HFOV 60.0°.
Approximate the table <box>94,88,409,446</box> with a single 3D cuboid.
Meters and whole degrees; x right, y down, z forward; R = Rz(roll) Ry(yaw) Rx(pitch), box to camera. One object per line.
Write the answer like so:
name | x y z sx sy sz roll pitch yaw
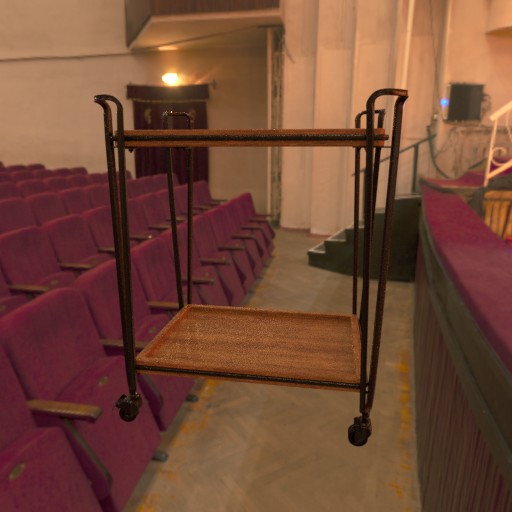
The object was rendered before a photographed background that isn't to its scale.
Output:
table | 0.000 0.000 1.202 0.672 0.785 0.505 2 14 9
